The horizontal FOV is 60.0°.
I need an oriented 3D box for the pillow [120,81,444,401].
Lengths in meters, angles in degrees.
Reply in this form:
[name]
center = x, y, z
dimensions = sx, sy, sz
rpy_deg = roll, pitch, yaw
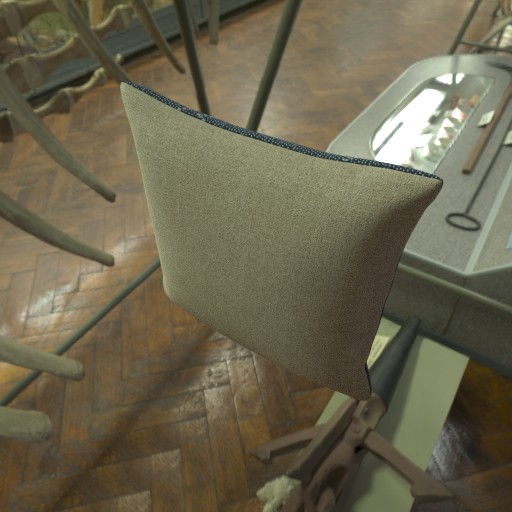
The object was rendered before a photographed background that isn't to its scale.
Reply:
[pillow]
center = 0.000, 0.000, 0.654
dimensions = 0.435, 0.428, 0.148
rpy_deg = 24, 49, 23
